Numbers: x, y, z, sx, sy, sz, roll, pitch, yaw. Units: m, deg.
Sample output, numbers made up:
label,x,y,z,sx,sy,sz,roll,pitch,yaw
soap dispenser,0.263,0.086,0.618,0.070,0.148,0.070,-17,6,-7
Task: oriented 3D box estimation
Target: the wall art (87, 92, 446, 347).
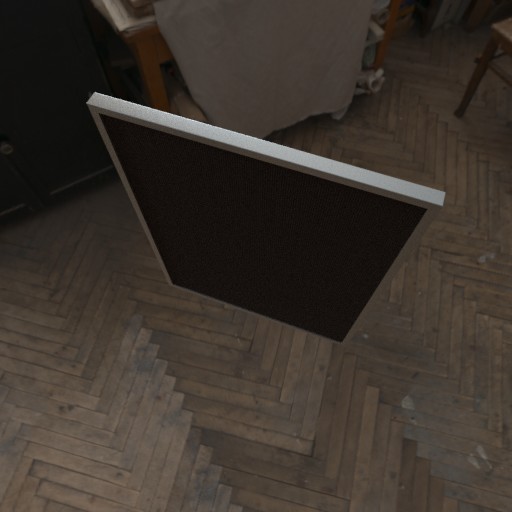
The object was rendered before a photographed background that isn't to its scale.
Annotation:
label,x,y,z,sx,sy,sz,roll,pitch,yaw
wall art,0.000,0.000,1.419,0.801,1.062,0.037,18,65,9
